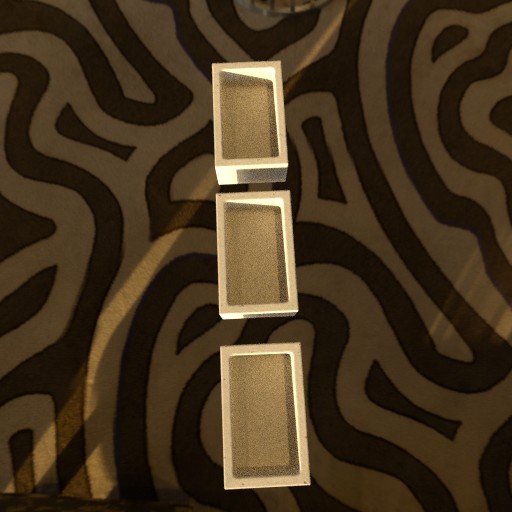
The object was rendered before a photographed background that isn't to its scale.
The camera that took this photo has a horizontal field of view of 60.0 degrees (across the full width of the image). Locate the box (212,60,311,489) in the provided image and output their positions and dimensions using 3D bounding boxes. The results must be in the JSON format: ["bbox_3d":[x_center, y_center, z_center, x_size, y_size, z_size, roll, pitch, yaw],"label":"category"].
[{"bbox_3d":[0.000,0.000,0.496,0.082,0.051,0.461,-3,77,-1],"label":"box"}]
